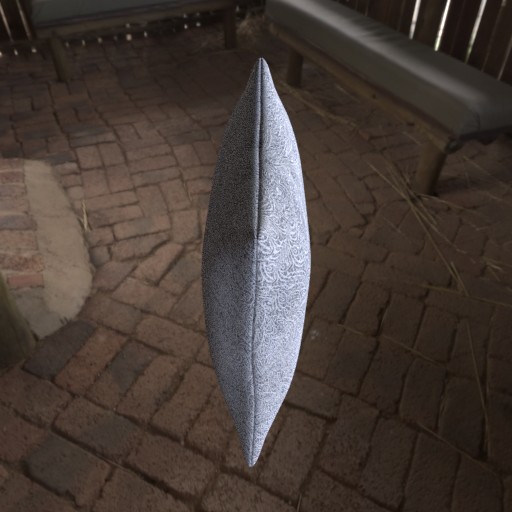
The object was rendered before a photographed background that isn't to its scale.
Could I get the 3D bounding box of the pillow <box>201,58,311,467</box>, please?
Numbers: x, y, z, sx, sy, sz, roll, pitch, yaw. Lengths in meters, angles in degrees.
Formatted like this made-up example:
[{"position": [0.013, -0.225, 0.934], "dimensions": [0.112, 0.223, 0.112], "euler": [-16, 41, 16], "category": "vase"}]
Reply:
[{"position": [0.000, 0.000, 0.780], "dimensions": [0.166, 0.510, 0.523], "euler": [1, 42, 1], "category": "pillow"}]
